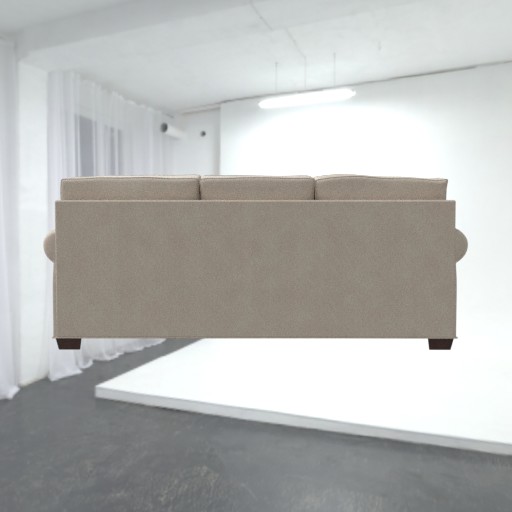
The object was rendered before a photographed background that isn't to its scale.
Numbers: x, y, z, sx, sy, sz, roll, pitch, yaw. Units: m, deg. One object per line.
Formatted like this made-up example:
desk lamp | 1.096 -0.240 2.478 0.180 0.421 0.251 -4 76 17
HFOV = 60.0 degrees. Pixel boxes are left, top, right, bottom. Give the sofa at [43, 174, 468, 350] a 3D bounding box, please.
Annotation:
sofa | 0.000 0.000 2.386 1.770 0.734 1.226 0 1 0
